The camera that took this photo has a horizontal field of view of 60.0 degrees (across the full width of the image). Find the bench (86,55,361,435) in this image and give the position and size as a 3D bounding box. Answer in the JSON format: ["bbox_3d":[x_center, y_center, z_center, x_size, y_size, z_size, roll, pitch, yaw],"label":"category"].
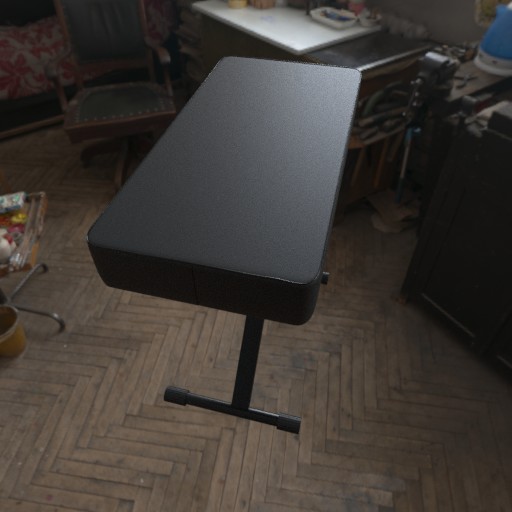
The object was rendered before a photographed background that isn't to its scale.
[{"bbox_3d":[0.000,0.000,0.914,0.300,0.561,0.600,10,46,10],"label":"bench"}]
